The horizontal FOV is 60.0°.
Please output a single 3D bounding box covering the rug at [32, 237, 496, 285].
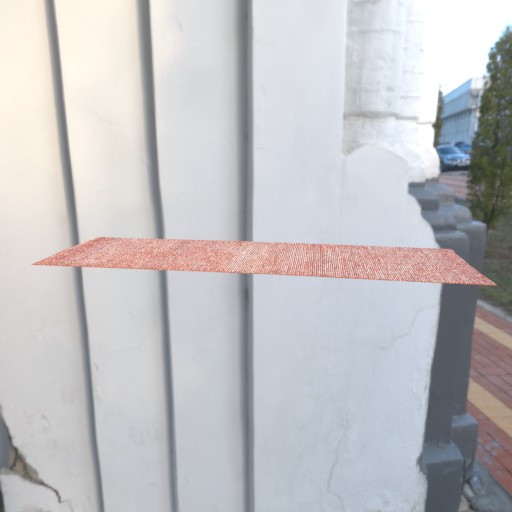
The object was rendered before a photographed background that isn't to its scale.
[{"bbox_3d":[0.000,0.000,2.556,2.353,0.013,0.718,2,14,9],"label":"rug"}]
